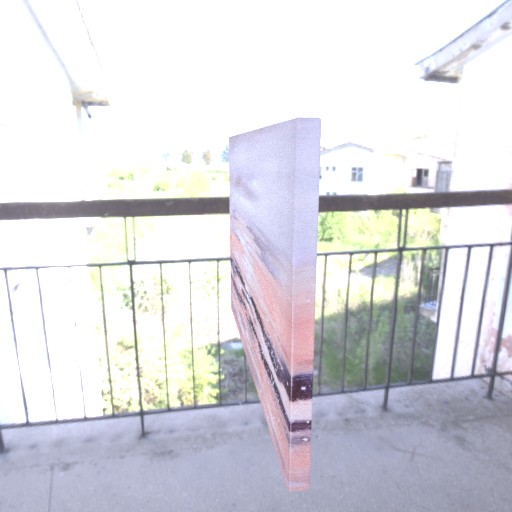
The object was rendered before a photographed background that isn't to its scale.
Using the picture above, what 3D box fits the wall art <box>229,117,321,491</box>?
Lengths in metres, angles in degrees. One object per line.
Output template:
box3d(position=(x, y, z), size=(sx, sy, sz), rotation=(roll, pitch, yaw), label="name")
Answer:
box3d(position=(0.000, 0.000, 1.122), size=(0.038, 0.609, 0.913), rotation=(-2, 14, -9), label="wall art")
